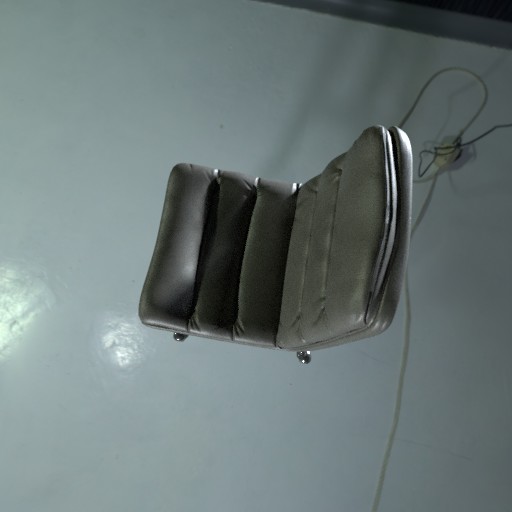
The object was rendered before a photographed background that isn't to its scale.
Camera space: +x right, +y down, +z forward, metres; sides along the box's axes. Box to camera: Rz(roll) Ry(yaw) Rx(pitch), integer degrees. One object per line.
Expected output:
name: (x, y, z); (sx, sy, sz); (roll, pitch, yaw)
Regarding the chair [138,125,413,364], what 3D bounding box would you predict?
chair: (0.000, 0.000, 1.034); (0.485, 0.738, 0.422); (9, 75, 2)
